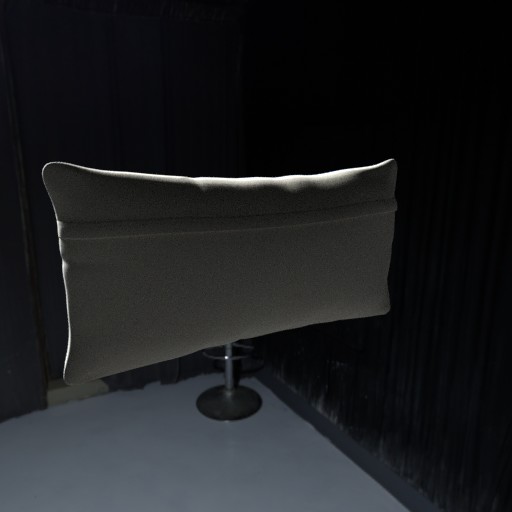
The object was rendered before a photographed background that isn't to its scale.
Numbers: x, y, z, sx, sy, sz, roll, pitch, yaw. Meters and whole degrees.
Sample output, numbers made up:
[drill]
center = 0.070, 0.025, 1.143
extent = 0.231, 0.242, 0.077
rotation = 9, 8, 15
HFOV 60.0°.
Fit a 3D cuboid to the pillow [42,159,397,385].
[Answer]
[pillow]
center = 0.000, 0.000, 0.720
extent = 0.604, 0.307, 0.148
rotation = -7, 16, -27
